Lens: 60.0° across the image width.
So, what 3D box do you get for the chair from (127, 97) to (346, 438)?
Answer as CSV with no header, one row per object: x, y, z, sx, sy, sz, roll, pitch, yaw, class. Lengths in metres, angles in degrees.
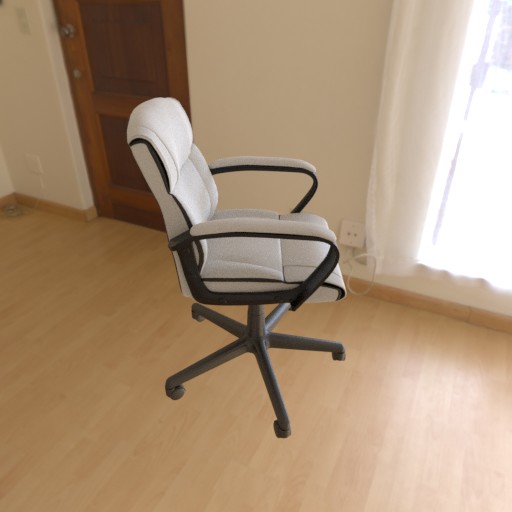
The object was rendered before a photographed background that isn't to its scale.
0.000,0.000,1.524,0.717,1.004,0.739,1,32,1,chair
